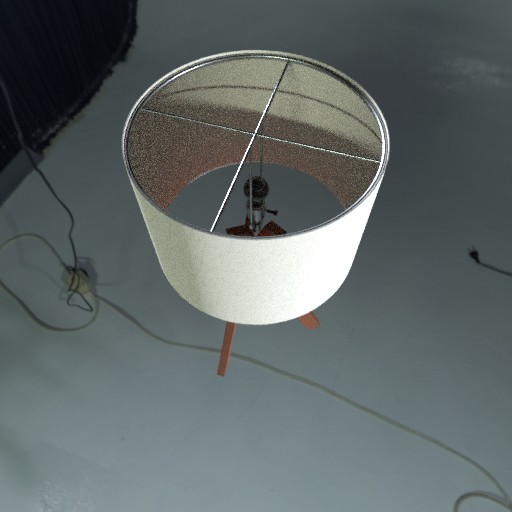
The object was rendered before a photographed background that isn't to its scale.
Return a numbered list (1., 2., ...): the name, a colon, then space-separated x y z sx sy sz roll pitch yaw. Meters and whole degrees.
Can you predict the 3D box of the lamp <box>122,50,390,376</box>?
1. lamp: 0.000 0.000 0.927 0.380 0.686 0.380 15 59 9
